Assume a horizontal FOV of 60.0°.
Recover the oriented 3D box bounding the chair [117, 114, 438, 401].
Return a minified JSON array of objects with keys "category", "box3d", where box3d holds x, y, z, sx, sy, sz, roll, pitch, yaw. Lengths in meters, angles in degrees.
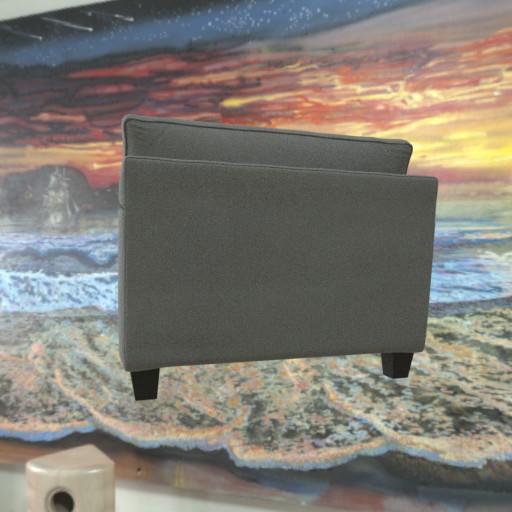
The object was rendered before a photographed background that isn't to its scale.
[{"category":"chair","box3d":[0.000,0.000,2.043,1.220,1.016,1.041,0,-1,-17]}]
